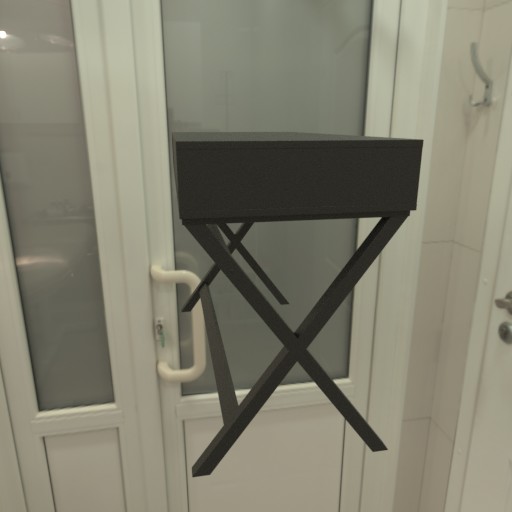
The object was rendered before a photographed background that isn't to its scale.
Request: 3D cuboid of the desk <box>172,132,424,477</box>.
[{"bbox_3d":[0.000,0.000,1.478,0.504,0.780,1.057,-3,17,-10],"label":"desk"}]
